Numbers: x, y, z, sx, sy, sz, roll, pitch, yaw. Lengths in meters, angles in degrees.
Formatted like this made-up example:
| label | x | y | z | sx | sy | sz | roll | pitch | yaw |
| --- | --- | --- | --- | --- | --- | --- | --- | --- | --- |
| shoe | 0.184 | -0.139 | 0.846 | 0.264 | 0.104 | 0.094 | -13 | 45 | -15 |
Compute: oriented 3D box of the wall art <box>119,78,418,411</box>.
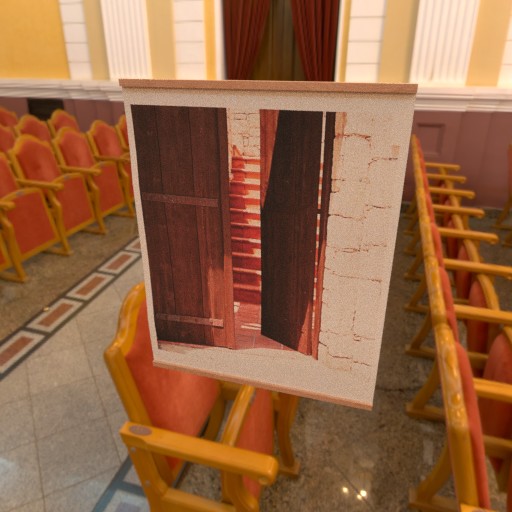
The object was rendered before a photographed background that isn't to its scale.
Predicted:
| label | x | y | z | sx | sy | sz | roll | pitch | yaw |
| --- | --- | --- | --- | --- | --- | --- | --- | --- | --- |
| wall art | 0.000 | 0.000 | 0.690 | 0.406 | 0.508 | 0.013 | 7 | 26 | 15 |
